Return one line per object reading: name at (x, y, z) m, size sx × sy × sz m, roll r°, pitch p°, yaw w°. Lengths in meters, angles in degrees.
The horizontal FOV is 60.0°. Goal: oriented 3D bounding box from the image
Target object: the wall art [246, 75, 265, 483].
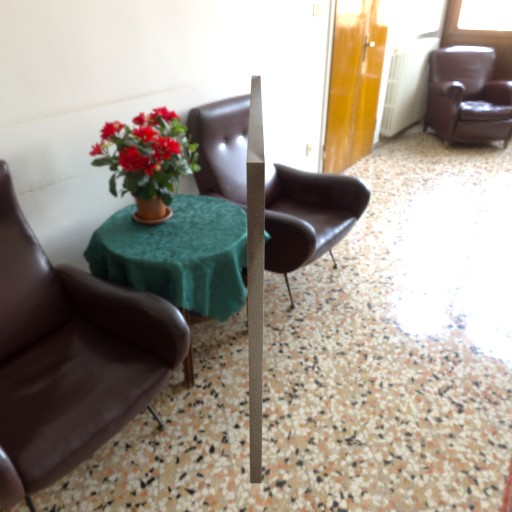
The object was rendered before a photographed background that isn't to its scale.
wall art at (0.000, 0.000, 1.150) m, size 0.027 × 0.762 × 0.762 m, roll 0°, pitch 31°, yaw 0°
